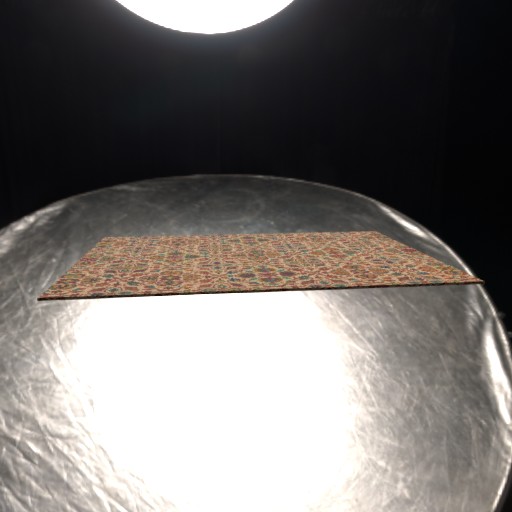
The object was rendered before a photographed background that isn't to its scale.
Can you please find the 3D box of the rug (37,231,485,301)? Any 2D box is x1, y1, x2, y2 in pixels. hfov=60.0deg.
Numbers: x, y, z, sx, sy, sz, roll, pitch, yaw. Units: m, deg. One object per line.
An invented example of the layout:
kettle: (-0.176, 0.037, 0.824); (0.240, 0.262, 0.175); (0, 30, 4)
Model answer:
rug: (0.000, 0.000, 2.987); (2.297, 0.018, 1.541); (-2, 14, -7)
